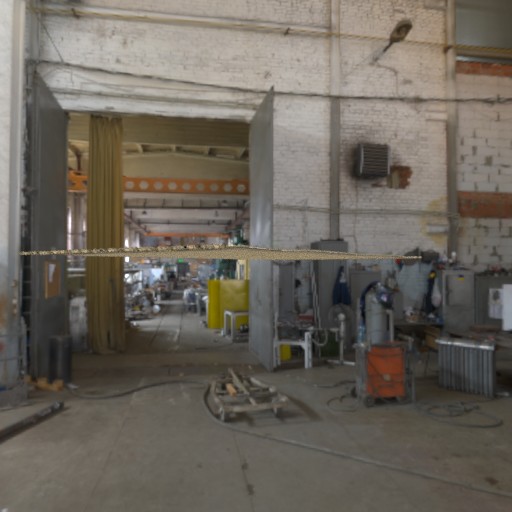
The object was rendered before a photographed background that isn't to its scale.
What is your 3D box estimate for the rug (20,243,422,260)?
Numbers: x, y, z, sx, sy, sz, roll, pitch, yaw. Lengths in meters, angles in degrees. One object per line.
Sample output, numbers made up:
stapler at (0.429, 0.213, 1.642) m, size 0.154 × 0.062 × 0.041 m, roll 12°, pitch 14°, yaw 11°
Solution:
rug at (0.000, 0.000, 3.010) m, size 1.530 × 0.025 × 2.431 m, roll -1°, pitch -2°, yaw 36°
